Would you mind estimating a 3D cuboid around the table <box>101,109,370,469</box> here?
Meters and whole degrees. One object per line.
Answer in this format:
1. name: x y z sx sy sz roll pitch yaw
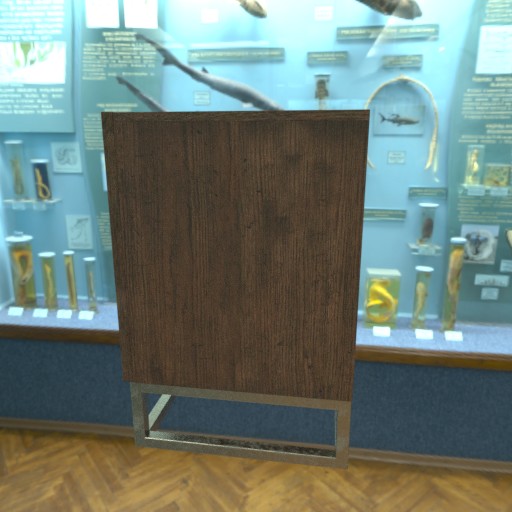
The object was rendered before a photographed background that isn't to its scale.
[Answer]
1. table: 0.000 0.000 1.272 0.542 0.746 0.767 2 15 9
